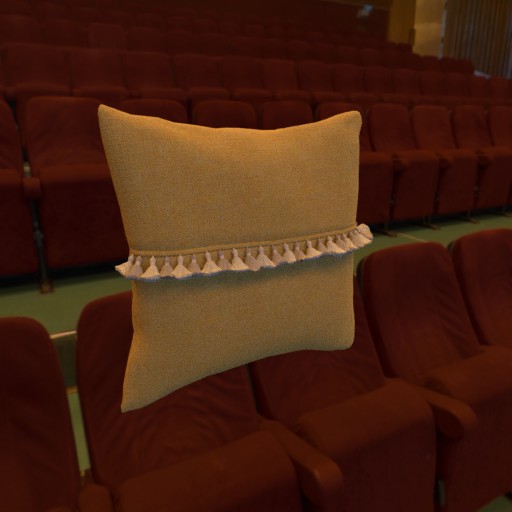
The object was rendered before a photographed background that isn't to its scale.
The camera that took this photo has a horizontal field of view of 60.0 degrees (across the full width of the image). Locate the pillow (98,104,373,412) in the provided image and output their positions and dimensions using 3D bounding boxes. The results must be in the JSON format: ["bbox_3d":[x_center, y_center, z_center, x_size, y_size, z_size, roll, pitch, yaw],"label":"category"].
[{"bbox_3d":[0.000,0.000,0.759,0.485,0.481,0.167,-9,18,-28],"label":"pillow"}]
